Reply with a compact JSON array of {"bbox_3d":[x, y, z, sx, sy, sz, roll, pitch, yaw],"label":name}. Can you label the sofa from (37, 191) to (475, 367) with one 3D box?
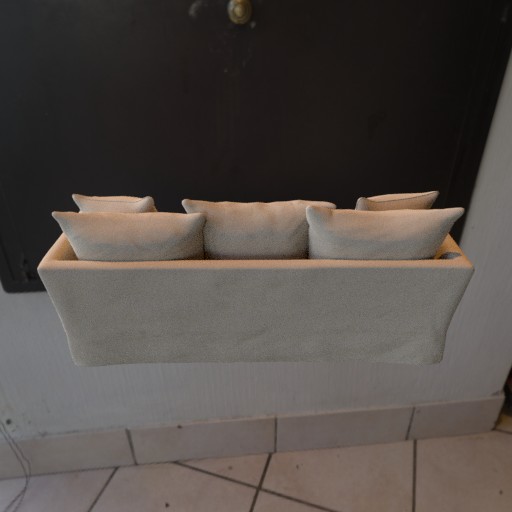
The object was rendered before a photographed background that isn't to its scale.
[{"bbox_3d":[0.000,0.000,3.030,2.499,1.047,1.046,0,31,0],"label":"sofa"}]
